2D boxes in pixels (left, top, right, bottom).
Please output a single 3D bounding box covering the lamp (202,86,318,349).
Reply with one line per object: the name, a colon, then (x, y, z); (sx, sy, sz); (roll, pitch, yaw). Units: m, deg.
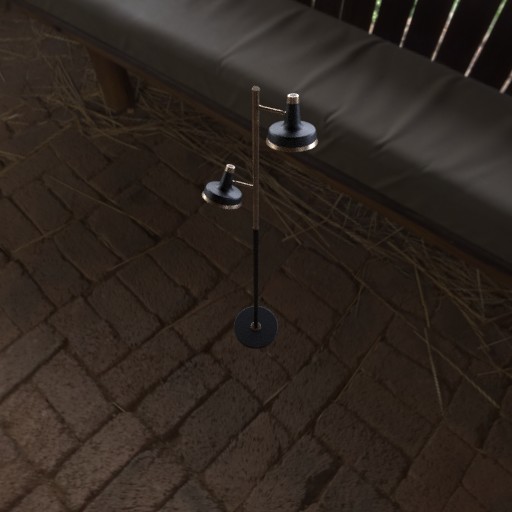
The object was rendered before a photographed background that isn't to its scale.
lamp: (0.000, 0.000, 1.821); (0.351, 1.674, 0.253); (16, 62, 9)
